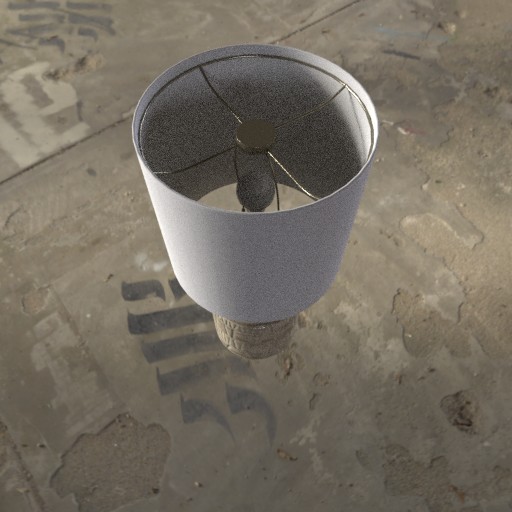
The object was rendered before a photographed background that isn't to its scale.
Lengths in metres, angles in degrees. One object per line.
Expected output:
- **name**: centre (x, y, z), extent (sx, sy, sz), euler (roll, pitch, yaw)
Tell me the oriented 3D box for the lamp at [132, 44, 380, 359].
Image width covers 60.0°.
- **lamp**: centre (0.000, 0.000, 0.574), extent (0.211, 0.455, 0.211), euler (-17, 60, -10)
